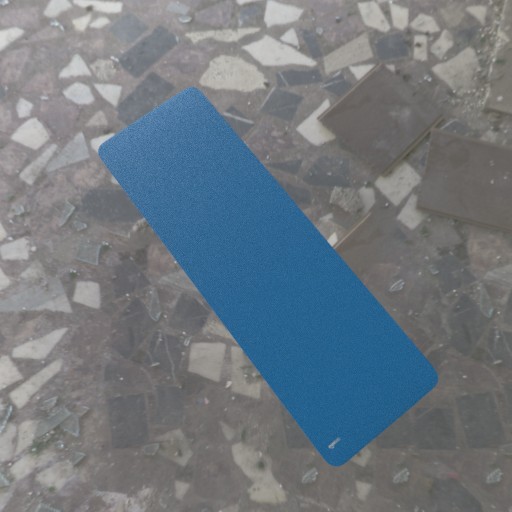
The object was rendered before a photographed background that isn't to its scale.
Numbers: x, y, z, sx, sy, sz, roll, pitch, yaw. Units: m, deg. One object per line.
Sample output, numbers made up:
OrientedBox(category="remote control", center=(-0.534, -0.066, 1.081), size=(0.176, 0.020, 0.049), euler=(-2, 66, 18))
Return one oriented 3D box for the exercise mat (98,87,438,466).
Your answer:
OrientedBox(category="exercise mat", center=(0.000, 0.000, 2.066), size=(0.616, 0.021, 1.869), euler=(-37, 78, -9))
